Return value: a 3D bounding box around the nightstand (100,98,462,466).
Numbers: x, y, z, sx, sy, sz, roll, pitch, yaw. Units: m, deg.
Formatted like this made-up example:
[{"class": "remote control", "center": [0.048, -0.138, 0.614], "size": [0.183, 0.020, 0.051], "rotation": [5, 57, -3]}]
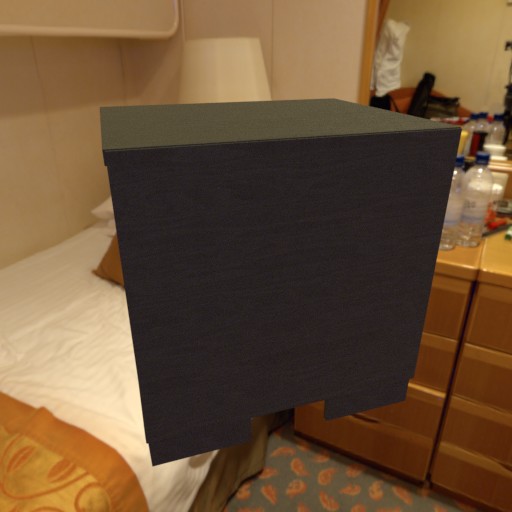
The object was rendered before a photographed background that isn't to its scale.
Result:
[{"class": "nightstand", "center": [0.000, 0.000, 0.734], "size": [0.427, 0.448, 0.347], "rotation": [-8, 27, -16]}]
